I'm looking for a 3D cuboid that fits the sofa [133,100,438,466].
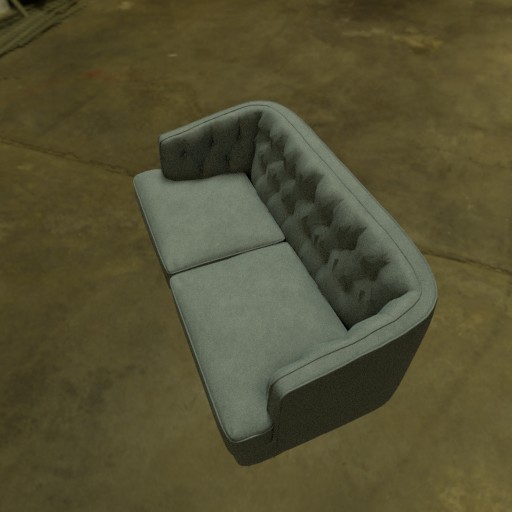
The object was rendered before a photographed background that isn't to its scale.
[{"bbox_3d":[0.000,0.000,2.270,0.941,0.855,1.733,-17,50,-15],"label":"sofa"}]
